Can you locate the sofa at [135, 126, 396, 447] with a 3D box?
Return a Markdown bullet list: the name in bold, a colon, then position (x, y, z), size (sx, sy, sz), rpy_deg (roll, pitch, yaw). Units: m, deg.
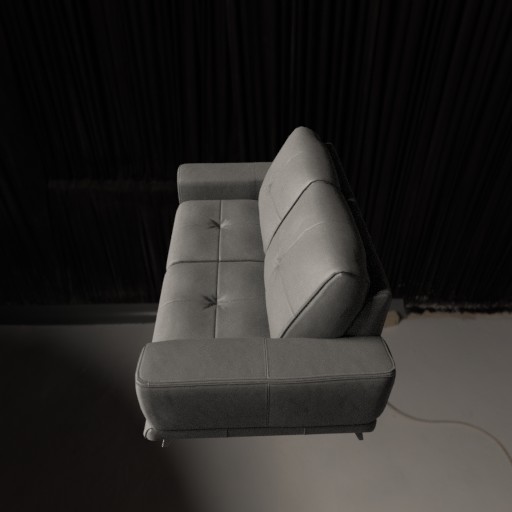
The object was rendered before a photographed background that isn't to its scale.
- **sofa**: position (0.000, 0.000, 2.392), size (1.018, 0.907, 1.806), rpy_deg (-1, 39, -2)
